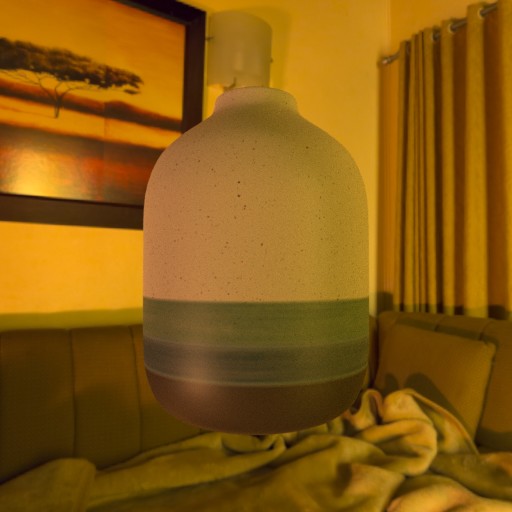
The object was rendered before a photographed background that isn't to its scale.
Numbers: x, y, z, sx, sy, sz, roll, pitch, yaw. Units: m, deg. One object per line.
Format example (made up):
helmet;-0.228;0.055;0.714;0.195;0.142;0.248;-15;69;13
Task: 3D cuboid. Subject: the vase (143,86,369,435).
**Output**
vase;0.000;0.000;0.343;0.169;0.240;0.169;0;-2;0
